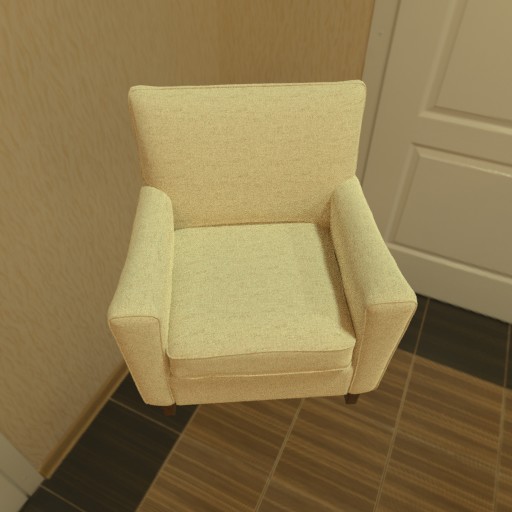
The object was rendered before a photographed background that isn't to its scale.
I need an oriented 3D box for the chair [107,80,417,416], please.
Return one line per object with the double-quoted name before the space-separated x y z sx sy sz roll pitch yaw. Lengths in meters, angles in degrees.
"chair" 0.000 0.000 1.593 0.870 0.943 0.823 -3 45 -3
